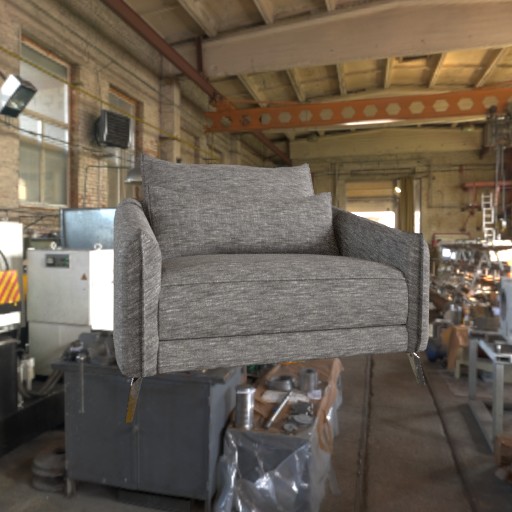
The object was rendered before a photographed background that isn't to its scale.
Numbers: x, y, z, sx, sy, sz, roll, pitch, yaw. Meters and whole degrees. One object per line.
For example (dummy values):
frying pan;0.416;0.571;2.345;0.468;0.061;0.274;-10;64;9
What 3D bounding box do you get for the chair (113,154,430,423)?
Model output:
chair;0.000;0.000;1.630;1.004;0.842;0.805;-1;2;-18
